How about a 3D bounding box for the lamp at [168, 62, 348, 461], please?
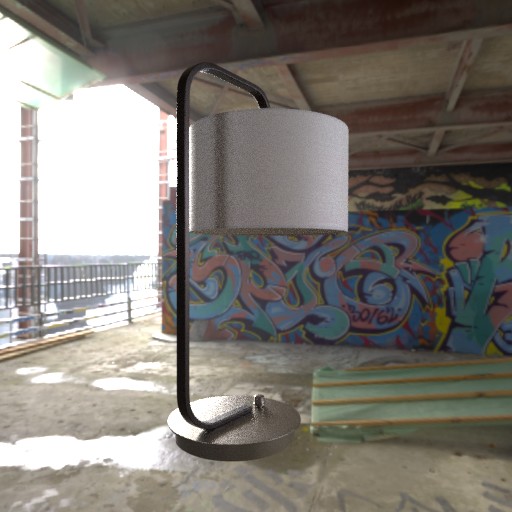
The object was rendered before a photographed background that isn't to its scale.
[{"bbox_3d":[0.000,0.000,0.625,0.230,0.473,0.288,0,0,37],"label":"lamp"}]
